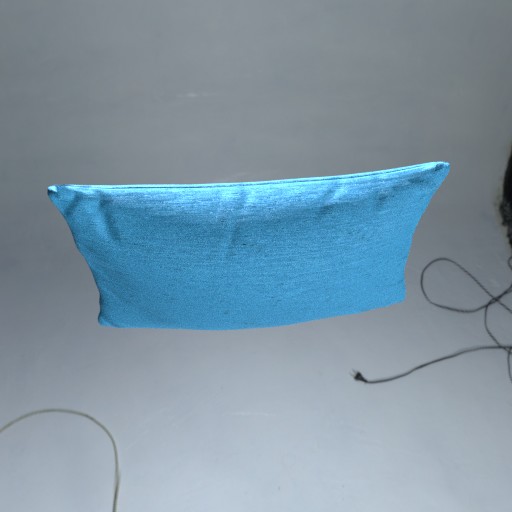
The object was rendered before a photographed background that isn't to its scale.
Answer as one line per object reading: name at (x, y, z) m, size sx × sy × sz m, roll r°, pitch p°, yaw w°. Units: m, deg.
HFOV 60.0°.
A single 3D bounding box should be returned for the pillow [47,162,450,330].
pillow at (0.000, 0.000, 0.797) m, size 0.633 × 0.338 × 0.210 m, roll -4°, pitch 44°, yaw -4°
